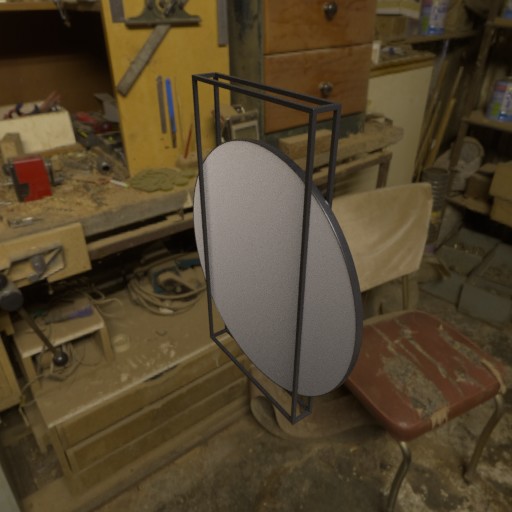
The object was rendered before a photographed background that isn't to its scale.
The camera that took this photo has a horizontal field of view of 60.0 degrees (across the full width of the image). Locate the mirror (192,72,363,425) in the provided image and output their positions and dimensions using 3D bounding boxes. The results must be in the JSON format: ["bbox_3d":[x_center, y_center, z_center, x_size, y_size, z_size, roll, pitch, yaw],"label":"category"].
[{"bbox_3d":[0.000,0.000,0.833,0.051,0.603,0.508,-21,37,-30],"label":"mirror"}]
